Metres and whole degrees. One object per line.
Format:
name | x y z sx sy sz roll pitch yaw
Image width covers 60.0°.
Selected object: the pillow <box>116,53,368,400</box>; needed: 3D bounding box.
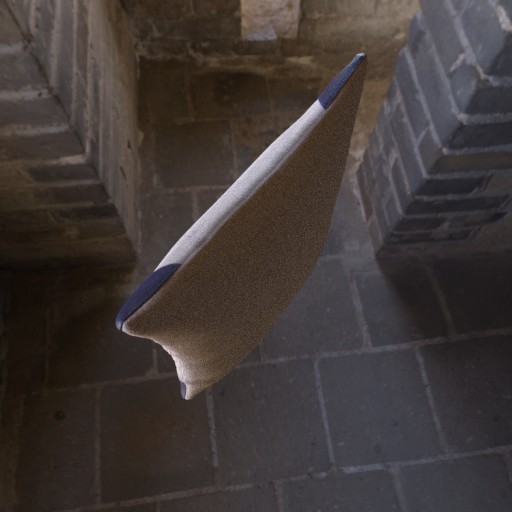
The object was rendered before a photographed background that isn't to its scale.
pillow | 0.000 0.000 0.670 0.147 0.441 0.440 33 69 14
